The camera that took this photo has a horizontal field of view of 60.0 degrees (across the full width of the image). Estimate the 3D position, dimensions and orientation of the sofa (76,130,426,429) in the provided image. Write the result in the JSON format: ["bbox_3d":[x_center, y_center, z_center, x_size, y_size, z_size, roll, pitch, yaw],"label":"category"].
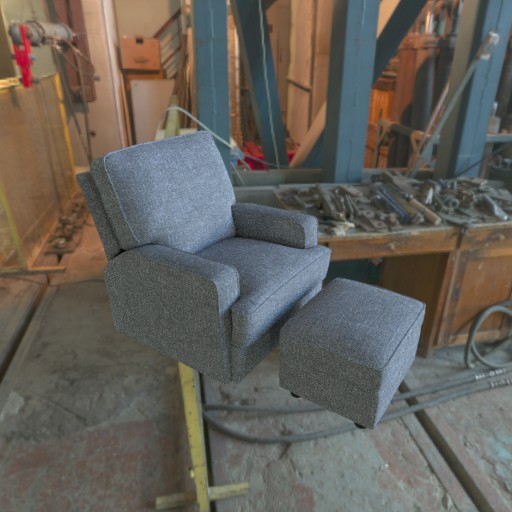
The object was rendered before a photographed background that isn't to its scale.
[{"bbox_3d":[0.000,0.000,2.058,1.472,0.959,0.861,17,31,31],"label":"sofa"}]
